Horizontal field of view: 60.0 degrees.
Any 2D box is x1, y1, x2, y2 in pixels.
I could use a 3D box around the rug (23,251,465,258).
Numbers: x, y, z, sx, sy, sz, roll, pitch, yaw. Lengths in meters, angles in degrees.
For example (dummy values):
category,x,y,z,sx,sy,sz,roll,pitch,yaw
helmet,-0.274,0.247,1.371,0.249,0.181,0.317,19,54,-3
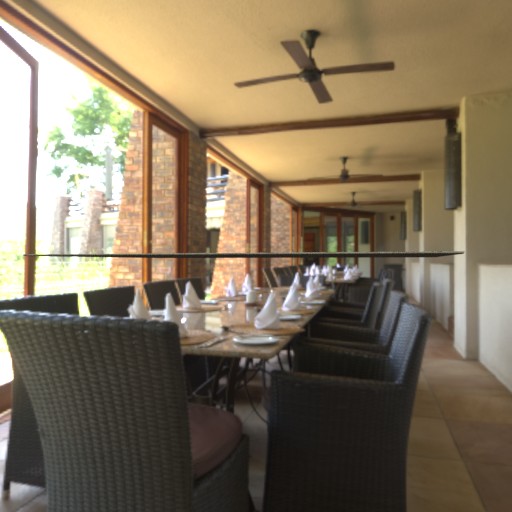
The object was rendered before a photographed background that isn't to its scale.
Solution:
category,x,y,z,sx,sy,sz,roll,pitch,yaw
rug,0.000,0.000,2.306,1.829,0.008,1.219,0,-1,18
